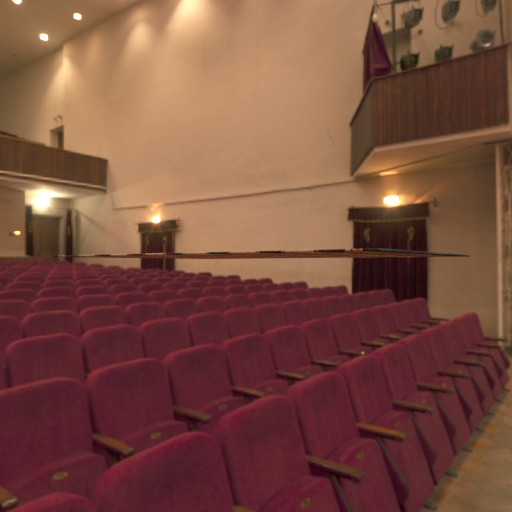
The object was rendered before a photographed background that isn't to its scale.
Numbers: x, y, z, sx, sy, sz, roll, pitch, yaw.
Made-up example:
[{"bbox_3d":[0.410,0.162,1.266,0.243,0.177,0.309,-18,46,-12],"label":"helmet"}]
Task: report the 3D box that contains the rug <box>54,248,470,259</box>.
[{"bbox_3d":[0.000,0.000,2.324,1.825,0.009,1.221,-1,-1,37],"label":"rug"}]
